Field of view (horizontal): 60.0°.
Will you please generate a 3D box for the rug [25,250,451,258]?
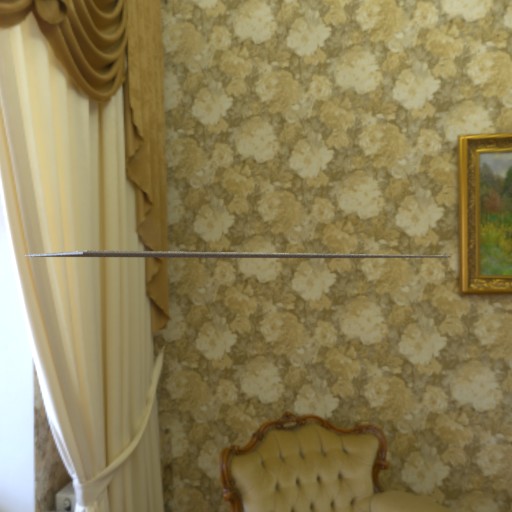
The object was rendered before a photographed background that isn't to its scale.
[{"bbox_3d":[0.000,0.000,1.398,1.219,0.007,0.604,0,-1,-37],"label":"rug"}]
